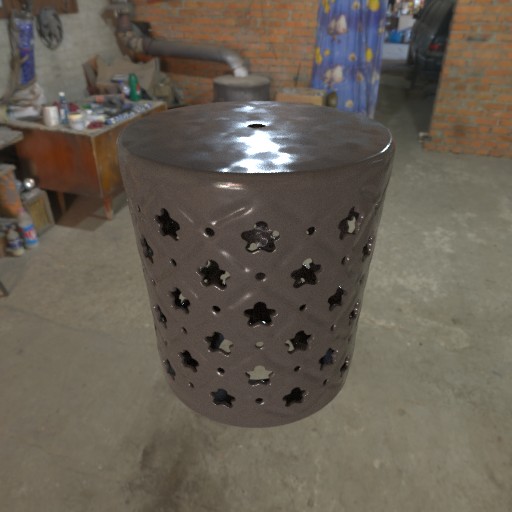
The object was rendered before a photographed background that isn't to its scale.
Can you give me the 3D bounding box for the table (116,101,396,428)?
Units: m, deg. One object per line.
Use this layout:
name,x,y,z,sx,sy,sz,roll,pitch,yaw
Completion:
table,0.000,0.000,0.665,0.352,0.387,0.352,0,30,0
